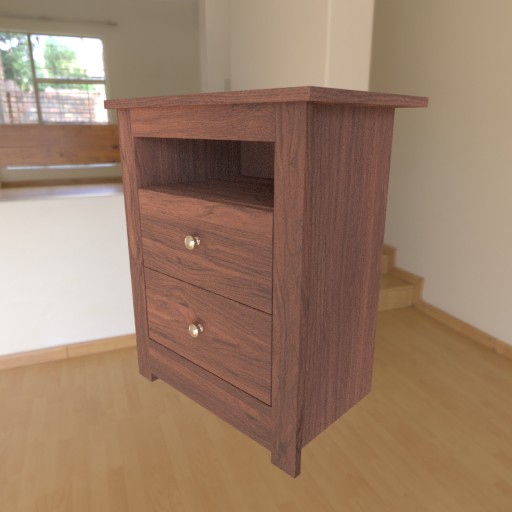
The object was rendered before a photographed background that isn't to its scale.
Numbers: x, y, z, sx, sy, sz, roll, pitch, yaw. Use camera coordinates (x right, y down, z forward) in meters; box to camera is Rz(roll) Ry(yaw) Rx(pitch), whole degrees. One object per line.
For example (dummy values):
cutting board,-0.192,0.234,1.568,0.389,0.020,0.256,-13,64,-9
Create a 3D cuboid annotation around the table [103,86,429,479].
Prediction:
table,0.000,0.000,1.062,0.589,0.711,0.406,15,22,41
